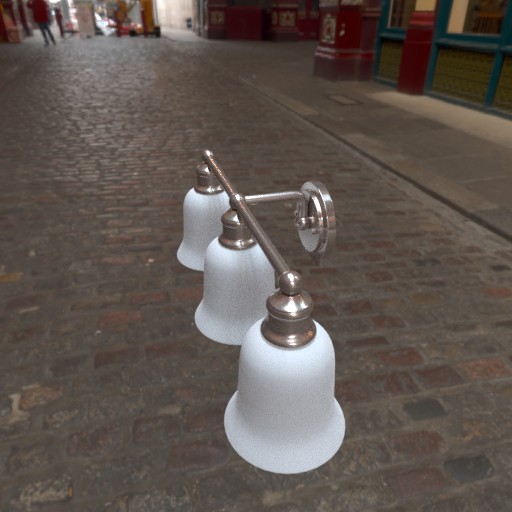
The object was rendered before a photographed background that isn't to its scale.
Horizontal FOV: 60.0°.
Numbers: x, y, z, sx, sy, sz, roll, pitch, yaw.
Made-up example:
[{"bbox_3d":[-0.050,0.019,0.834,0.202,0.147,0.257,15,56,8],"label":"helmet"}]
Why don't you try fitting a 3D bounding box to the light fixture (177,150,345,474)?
[{"bbox_3d":[0.000,0.000,0.666,0.198,0.211,0.570,-8,31,-14],"label":"light fixture"}]
